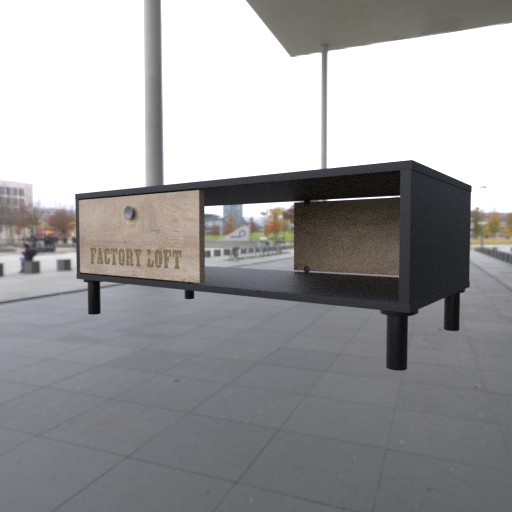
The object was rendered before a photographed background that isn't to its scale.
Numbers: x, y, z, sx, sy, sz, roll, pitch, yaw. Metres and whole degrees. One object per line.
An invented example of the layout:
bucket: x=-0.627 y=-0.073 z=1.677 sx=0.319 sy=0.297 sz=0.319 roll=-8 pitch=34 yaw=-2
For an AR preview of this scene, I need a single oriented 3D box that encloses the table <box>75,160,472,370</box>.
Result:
table: x=0.000 y=0.000 z=1.354 sx=1.100 sy=0.400 sz=0.550 roll=2 pitch=3 yaw=37
